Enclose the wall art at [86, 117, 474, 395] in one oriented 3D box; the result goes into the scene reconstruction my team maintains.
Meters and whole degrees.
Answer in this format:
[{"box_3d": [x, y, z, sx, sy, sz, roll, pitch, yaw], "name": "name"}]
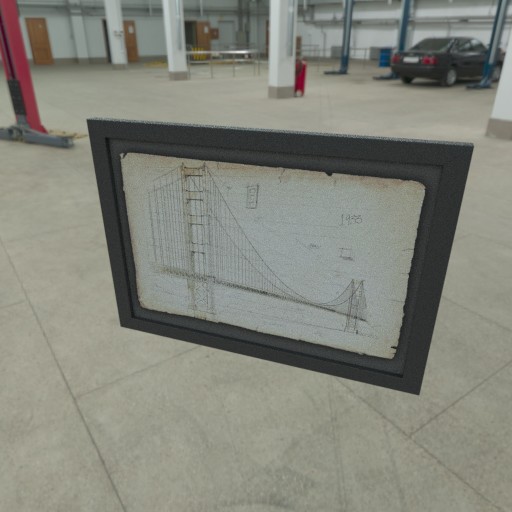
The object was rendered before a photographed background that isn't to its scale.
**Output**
[{"box_3d": [0.000, 0.000, 0.548, 0.432, 0.306, 0.016, 9, 28, 17], "name": "wall art"}]
